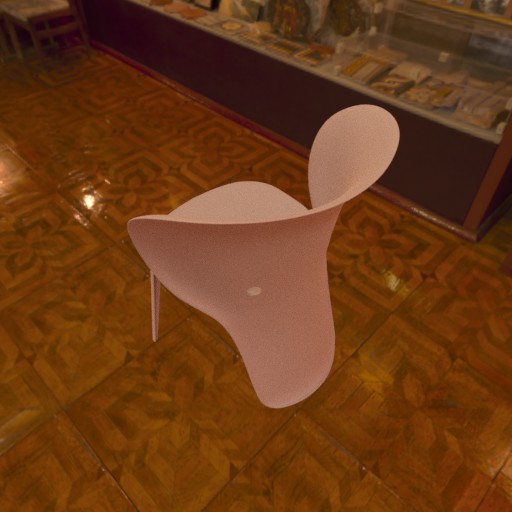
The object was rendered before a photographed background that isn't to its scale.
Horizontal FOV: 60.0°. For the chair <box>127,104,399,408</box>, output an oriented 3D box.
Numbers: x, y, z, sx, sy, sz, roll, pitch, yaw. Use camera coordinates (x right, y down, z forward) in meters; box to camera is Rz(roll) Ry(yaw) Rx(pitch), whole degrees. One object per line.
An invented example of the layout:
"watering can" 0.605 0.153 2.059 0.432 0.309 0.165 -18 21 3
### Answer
"chair" 0.000 0.000 0.869 0.451 0.554 0.402 -34 55 -28
